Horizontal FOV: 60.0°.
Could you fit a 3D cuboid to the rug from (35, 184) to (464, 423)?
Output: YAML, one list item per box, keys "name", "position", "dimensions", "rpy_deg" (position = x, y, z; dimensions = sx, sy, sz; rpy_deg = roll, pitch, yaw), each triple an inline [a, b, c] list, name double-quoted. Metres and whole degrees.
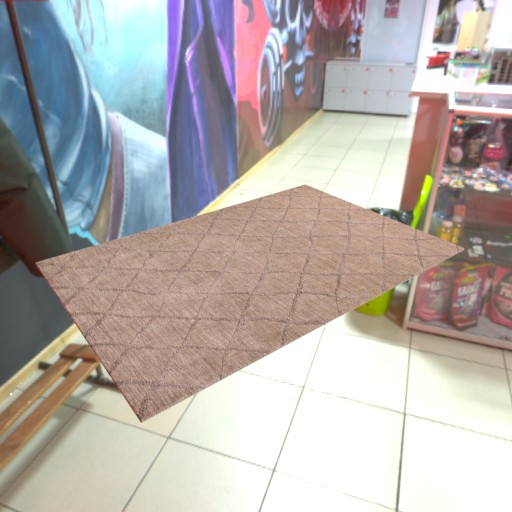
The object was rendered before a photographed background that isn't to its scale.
- name: "rug"
  position: [0.000, 0.000, 2.825]
  dimensions: [2.280, 0.015, 1.521]
  rpy_deg: [-21, 35, -32]
